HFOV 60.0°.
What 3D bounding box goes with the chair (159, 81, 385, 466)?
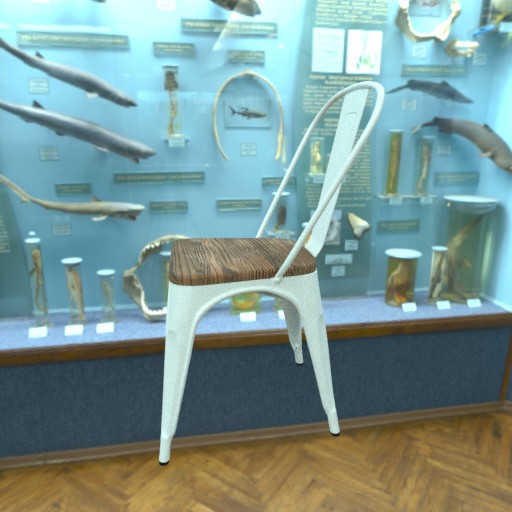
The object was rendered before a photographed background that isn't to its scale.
[{"bbox_3d":[0.000,0.000,1.152,0.521,0.851,0.452,-2,16,-9],"label":"chair"}]
